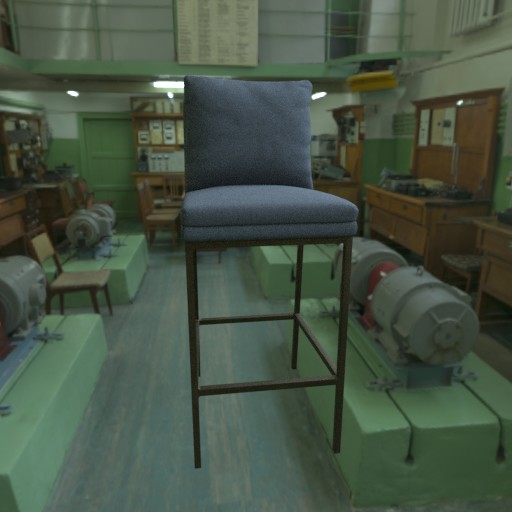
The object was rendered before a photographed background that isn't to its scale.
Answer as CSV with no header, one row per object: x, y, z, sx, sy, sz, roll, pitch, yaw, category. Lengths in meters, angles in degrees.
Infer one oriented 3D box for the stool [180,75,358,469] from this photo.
0.000,0.000,1.438,0.463,1.130,0.569,-2,15,-8,stool
